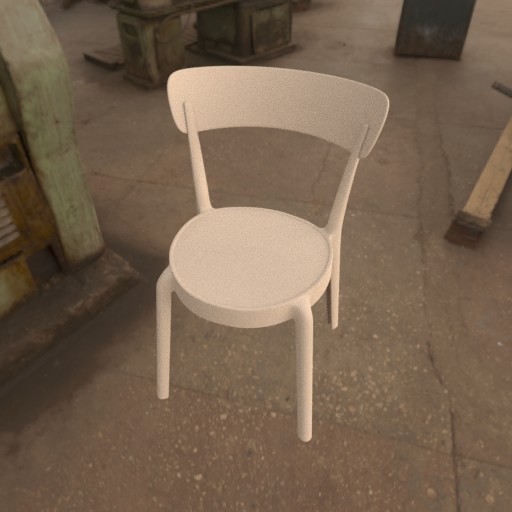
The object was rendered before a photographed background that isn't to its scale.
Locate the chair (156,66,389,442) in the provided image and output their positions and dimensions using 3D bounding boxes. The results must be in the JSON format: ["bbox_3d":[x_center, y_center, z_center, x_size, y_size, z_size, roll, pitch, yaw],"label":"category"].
[{"bbox_3d":[0.000,0.000,1.139,0.506,0.790,0.491,12,42,13],"label":"chair"}]
